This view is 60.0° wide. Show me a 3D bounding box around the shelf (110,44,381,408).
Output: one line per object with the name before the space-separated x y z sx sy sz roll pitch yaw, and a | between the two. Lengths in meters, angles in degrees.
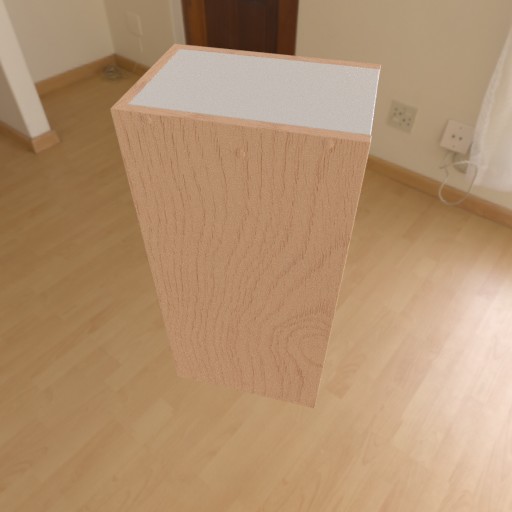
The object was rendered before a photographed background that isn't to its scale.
shelf | 0.000 0.000 0.757 0.290 0.600 0.200 10 47 10
